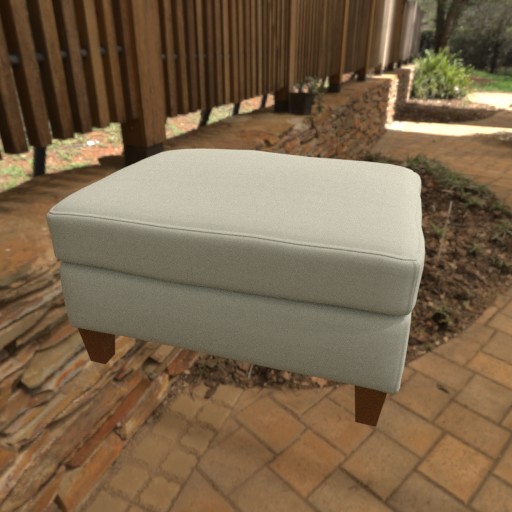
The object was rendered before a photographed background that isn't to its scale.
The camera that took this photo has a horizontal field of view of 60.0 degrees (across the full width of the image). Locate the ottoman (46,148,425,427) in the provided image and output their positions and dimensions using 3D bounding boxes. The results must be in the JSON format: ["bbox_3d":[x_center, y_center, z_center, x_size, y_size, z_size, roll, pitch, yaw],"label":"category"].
[{"bbox_3d":[0.000,0.000,1.221,0.818,0.496,0.634,8,27,16],"label":"ottoman"}]
